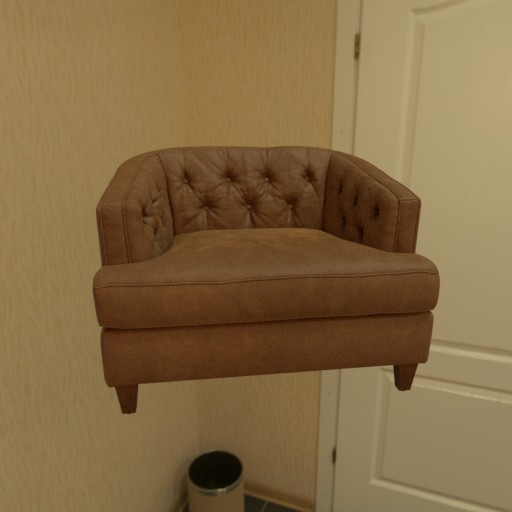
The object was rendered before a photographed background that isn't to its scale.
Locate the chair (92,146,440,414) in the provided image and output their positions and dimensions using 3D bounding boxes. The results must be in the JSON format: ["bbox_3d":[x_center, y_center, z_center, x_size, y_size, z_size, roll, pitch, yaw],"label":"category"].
[{"bbox_3d":[0.000,0.000,1.790,1.119,0.836,0.911,-2,16,-8],"label":"chair"}]
